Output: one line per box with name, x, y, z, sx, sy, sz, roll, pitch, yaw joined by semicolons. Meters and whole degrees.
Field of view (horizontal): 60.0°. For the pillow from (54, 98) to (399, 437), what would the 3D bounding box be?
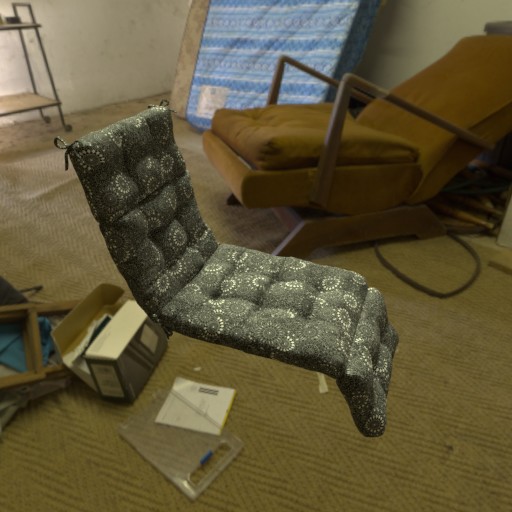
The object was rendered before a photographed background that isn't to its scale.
pillow;0.000;0.000;1.483;1.016;0.863;0.526;11;33;17
